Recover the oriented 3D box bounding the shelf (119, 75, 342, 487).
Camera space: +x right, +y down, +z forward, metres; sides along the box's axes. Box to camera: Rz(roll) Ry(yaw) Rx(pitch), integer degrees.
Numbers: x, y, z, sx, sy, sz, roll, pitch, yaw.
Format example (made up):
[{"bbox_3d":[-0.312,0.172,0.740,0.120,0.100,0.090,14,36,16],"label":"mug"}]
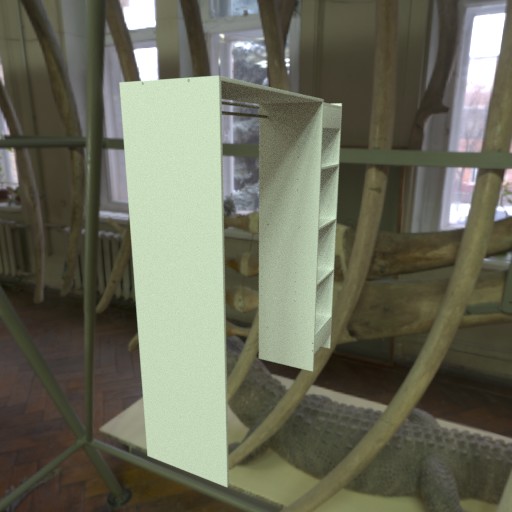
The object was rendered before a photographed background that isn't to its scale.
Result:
[{"bbox_3d":[0.000,0.000,2.647,0.500,1.810,1.600,7,17,26],"label":"shelf"}]
